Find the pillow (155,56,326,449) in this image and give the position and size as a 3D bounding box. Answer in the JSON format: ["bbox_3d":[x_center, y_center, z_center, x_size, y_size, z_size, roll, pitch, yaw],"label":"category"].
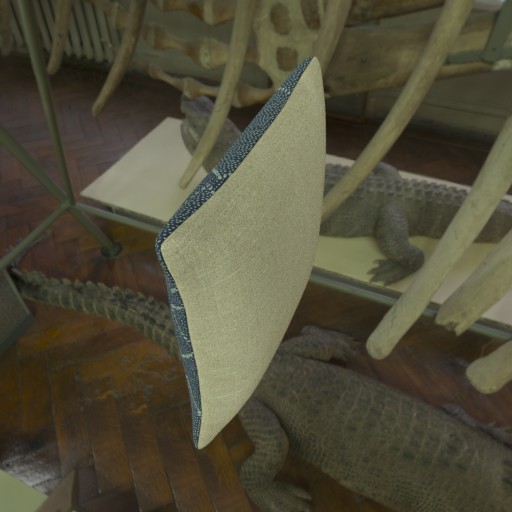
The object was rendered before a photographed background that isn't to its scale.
[{"bbox_3d":[0.000,0.000,0.656,0.148,0.428,0.435,16,48,16],"label":"pillow"}]
